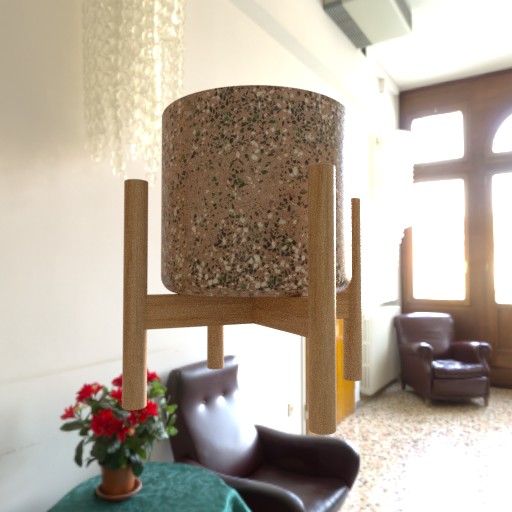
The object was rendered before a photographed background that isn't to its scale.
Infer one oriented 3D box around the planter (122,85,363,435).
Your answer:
[{"bbox_3d":[0.000,0.000,0.529,0.284,0.320,0.284,0,-2,-2],"label":"planter"}]
